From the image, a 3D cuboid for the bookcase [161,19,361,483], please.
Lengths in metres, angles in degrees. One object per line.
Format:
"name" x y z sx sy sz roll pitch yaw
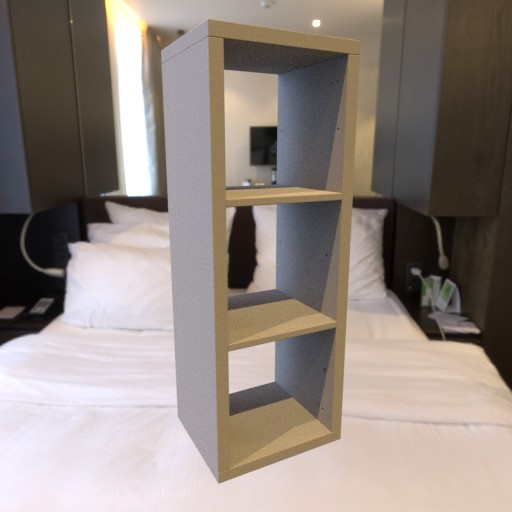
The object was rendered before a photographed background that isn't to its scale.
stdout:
"bookcase" 0.000 0.000 1.234 0.390 1.080 0.330 -7 15 -27
